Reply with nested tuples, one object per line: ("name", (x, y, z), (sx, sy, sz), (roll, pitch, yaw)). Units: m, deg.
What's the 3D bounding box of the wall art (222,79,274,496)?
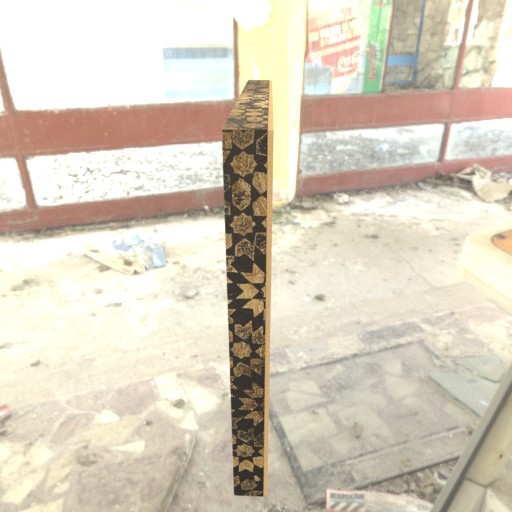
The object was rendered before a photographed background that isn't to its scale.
("wall art", (0.000, 0.000, 0.591), (0.038, 0.405, 0.405), (1, 26, 2))
